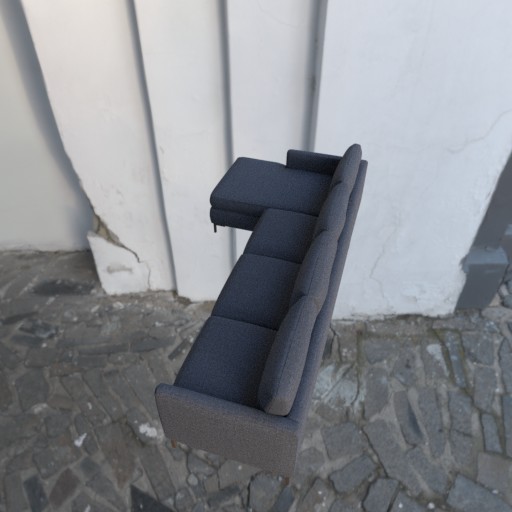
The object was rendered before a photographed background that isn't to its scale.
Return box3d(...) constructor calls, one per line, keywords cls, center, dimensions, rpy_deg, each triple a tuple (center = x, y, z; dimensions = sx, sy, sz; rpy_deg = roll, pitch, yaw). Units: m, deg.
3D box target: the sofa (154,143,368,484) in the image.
box3d(cls="sofa", center=(0.000, 0.000, 2.894), dimensions=(1.125, 0.673, 2.445), rpy_deg=(12, 42, 13))
